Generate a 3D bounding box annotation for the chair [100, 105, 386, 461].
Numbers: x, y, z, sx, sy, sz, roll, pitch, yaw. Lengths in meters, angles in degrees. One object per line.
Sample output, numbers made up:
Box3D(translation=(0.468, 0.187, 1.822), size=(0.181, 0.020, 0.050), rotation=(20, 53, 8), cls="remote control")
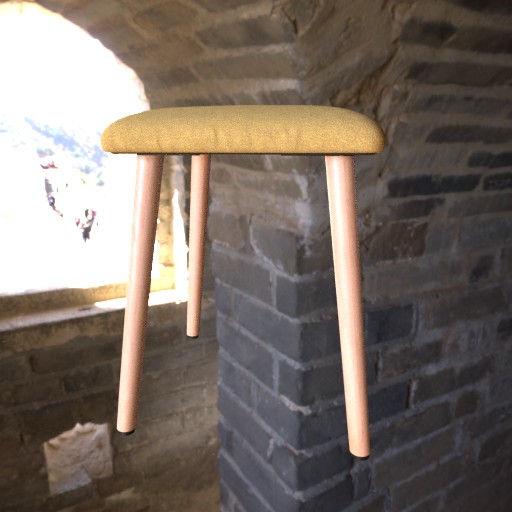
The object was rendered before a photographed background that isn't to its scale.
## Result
Box3D(translation=(0.000, 0.000, 0.696), size=(0.350, 0.440, 0.350), rotation=(2, 14, 9), cls="chair")
